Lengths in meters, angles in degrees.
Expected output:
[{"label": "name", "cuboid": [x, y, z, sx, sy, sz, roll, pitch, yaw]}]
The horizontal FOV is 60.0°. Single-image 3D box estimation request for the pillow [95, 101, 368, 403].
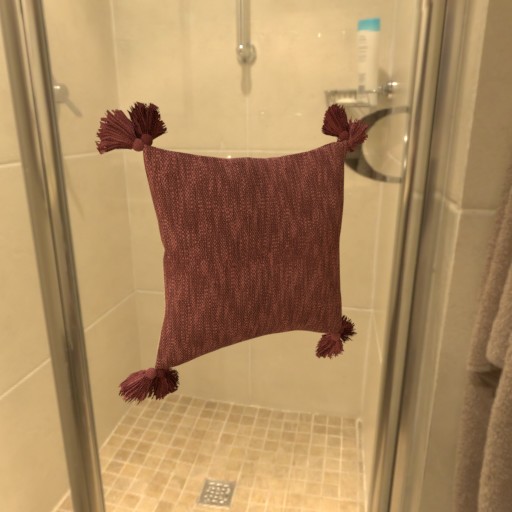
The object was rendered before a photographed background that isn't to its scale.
[{"label": "pillow", "cuboid": [0.000, 0.000, 0.991, 0.641, 0.659, 0.138, -8, 18, -25]}]
